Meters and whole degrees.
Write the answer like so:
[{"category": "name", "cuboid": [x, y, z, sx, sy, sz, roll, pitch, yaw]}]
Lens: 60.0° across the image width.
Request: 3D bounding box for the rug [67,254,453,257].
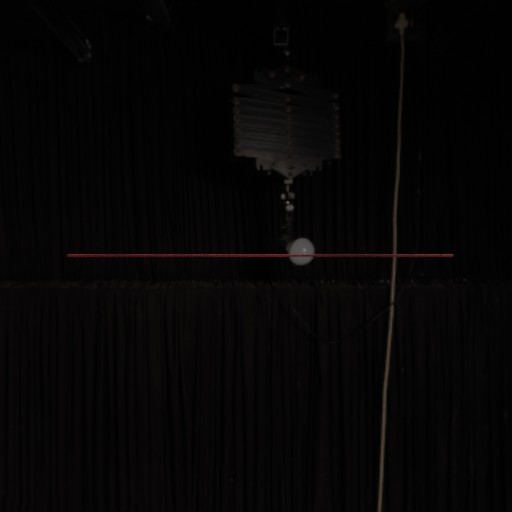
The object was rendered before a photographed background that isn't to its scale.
[{"category": "rug", "cuboid": [0.000, 0.000, 2.958, 1.535, 0.010, 2.431, 0, 0, -1]}]
